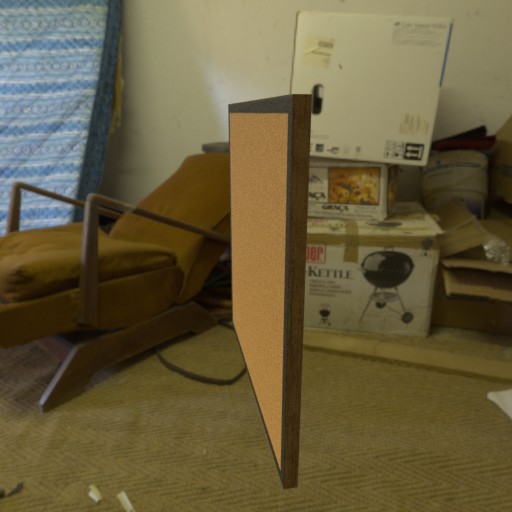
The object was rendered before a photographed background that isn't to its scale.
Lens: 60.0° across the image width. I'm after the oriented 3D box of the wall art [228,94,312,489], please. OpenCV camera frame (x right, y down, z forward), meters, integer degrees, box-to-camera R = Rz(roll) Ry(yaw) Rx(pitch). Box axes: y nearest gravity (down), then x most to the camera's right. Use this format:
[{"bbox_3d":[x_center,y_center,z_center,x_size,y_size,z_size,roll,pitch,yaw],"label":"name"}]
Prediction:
[{"bbox_3d":[0.000,0.000,1.045,0.029,0.691,0.695,-3,18,-10],"label":"wall art"}]
